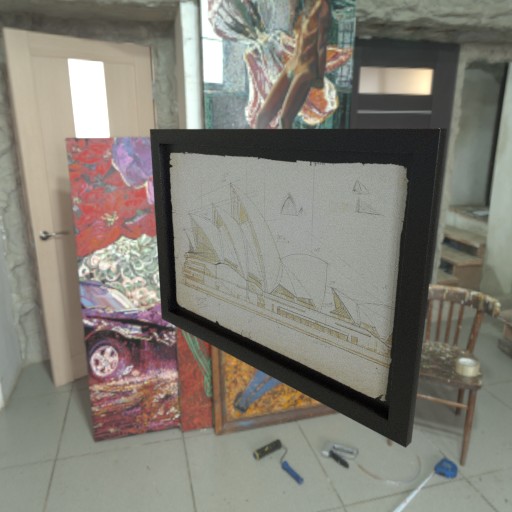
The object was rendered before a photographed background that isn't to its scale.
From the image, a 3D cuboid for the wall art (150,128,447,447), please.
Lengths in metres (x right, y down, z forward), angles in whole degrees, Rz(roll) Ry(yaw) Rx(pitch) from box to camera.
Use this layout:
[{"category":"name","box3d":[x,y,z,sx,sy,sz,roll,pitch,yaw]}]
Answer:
[{"category":"wall art","box3d":[0.000,0.000,0.556,0.013,0.306,0.440,-15,22,-42]}]
